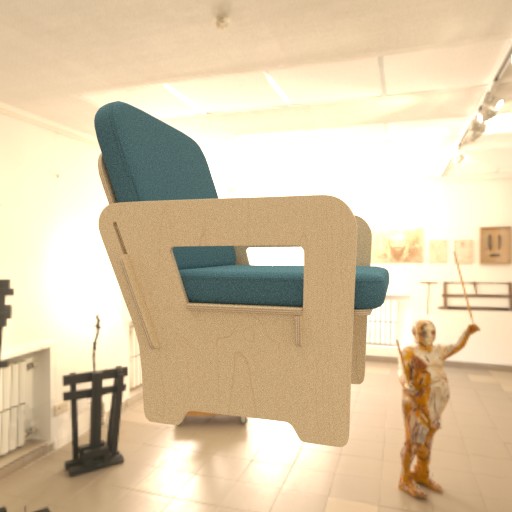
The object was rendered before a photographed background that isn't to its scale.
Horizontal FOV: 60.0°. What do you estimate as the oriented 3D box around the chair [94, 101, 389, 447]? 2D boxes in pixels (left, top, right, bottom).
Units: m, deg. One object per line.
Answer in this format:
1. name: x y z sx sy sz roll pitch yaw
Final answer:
1. chair: 0.000 0.000 1.150 0.657 0.747 0.547 0 1 18
